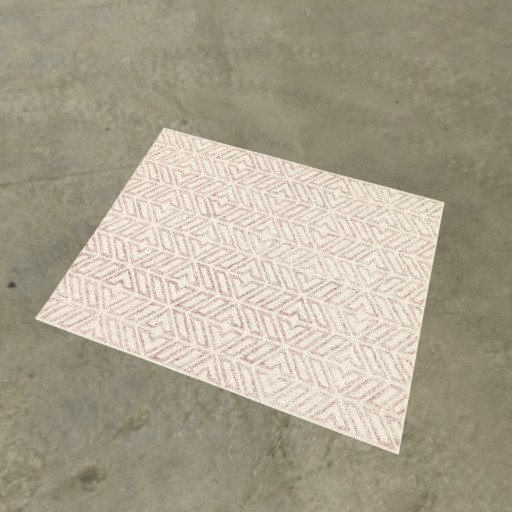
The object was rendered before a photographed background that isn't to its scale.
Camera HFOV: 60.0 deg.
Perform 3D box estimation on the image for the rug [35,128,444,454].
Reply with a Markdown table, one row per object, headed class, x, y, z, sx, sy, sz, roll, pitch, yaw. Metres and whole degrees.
| class | x | y | z | sx | sy | sz | roll | pitch | yaw |
| --- | --- | --- | --- | --- | --- | --- | --- | --- | --- |
| rug | 0.000 | 0.000 | 4.022 | 3.045 | 0.008 | 2.421 | 17 | 60 | 10 |
